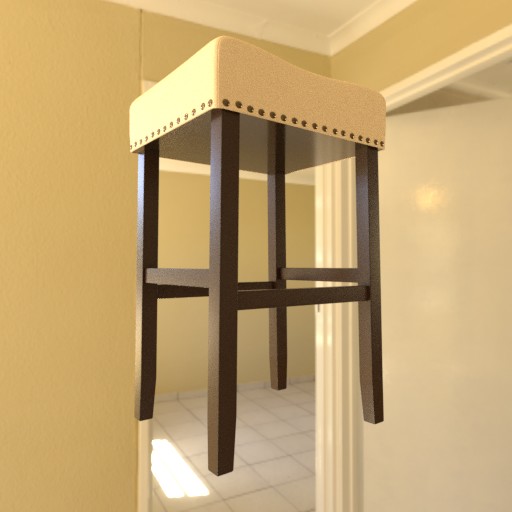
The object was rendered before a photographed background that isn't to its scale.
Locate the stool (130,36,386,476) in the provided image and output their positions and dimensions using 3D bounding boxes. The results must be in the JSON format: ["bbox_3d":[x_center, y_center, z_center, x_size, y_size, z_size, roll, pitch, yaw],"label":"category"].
[{"bbox_3d":[0.000,0.000,1.038,0.471,0.762,0.401,1,-2,-37],"label":"stool"}]
